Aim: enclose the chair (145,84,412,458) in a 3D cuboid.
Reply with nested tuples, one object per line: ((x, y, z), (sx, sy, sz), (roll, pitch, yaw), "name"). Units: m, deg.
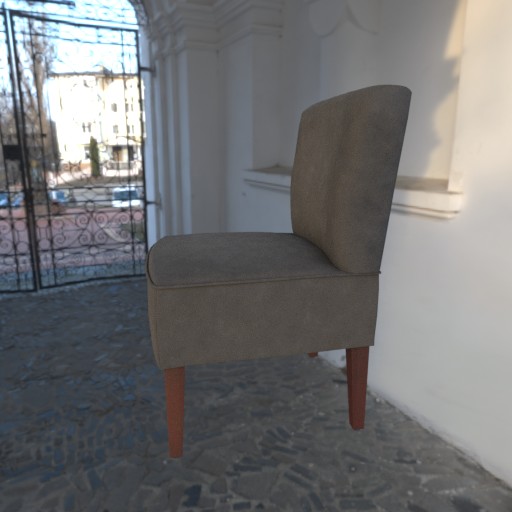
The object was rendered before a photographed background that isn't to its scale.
((0.000, 0.000, 1.154), (0.554, 0.806, 0.521), (-2, 14, -9), "chair")
